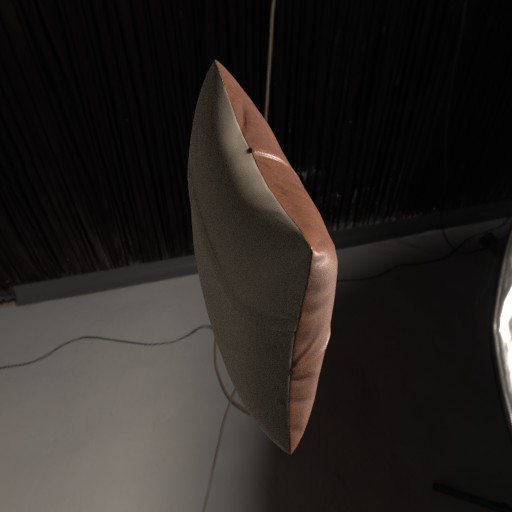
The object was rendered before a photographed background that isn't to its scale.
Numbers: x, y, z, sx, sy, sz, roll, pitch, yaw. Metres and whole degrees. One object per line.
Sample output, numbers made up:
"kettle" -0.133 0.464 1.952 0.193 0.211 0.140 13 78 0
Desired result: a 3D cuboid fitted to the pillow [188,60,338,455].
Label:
"pillow" 0.000 0.000 0.733 0.192 0.470 0.484 -11 46 -11
